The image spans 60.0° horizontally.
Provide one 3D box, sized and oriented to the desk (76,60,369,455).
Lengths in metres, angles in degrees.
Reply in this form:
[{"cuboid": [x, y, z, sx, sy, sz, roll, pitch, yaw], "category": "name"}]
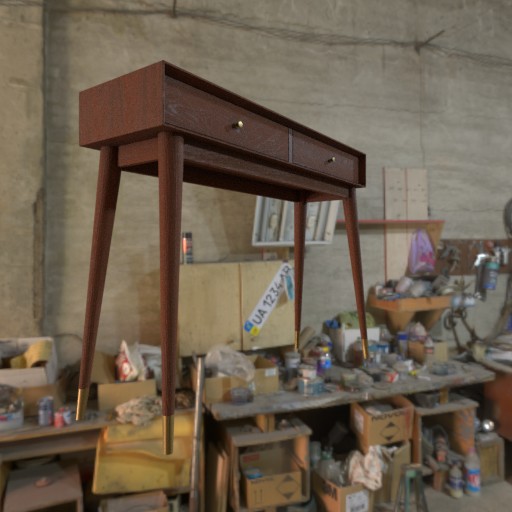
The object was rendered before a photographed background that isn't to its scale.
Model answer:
[{"cuboid": [0.000, 0.000, 1.616, 0.384, 0.917, 1.204, 0, 0, 36], "category": "desk"}]
